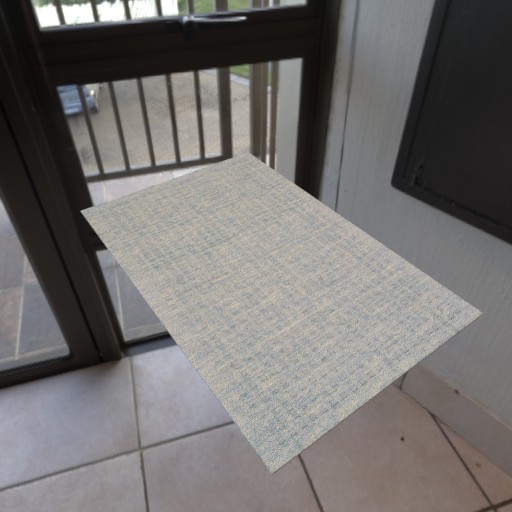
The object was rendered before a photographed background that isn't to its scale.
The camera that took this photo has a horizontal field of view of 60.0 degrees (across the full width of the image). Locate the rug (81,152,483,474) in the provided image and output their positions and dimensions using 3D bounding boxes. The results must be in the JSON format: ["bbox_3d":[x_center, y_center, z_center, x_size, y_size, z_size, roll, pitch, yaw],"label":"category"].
[{"bbox_3d":[0.000,0.000,2.186,1.142,0.006,1.752,-26,48,-26],"label":"rug"}]
